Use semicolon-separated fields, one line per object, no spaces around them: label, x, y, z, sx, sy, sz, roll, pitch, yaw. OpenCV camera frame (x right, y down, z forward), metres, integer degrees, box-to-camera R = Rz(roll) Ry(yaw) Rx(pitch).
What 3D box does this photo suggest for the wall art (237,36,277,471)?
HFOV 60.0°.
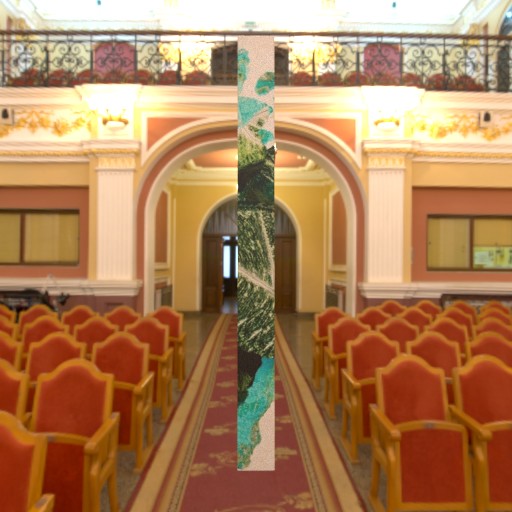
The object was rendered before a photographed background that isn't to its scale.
wall art;0.000;0.000;0.696;0.041;0.435;0.507;0;-1;0
